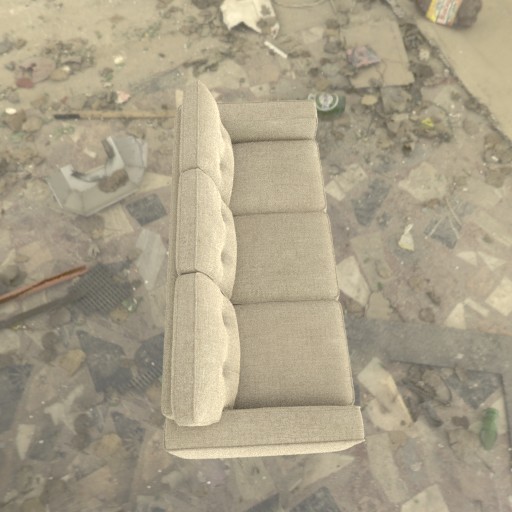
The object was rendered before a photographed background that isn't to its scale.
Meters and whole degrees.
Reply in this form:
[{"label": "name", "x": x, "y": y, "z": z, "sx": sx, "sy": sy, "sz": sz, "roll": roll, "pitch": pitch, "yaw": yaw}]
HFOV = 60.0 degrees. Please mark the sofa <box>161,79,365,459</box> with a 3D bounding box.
[{"label": "sofa", "x": 0.000, "y": 0.000, "z": 2.618, "sx": 0.939, "sy": 0.965, "sz": 2.133, "roll": -2, "pitch": 63, "yaw": -1}]
